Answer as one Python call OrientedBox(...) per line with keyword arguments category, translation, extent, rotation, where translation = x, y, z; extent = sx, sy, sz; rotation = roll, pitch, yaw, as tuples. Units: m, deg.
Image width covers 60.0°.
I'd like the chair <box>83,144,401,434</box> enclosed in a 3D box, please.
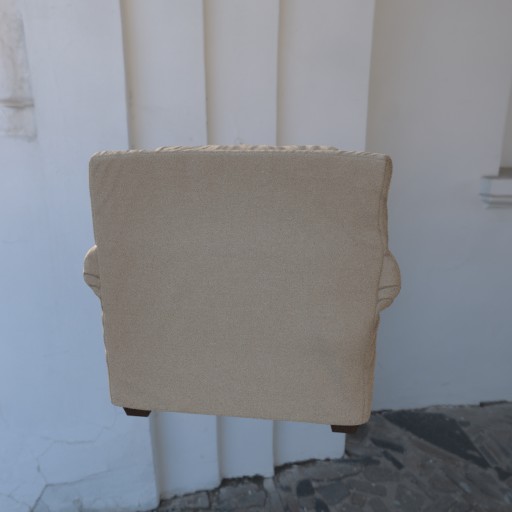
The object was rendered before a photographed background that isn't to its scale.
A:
OrientedBox(category="chair", translation=(0.000, 0.000, 1.749), extent=(0.940, 0.866, 1.066), rotation=(2, 15, 7))
